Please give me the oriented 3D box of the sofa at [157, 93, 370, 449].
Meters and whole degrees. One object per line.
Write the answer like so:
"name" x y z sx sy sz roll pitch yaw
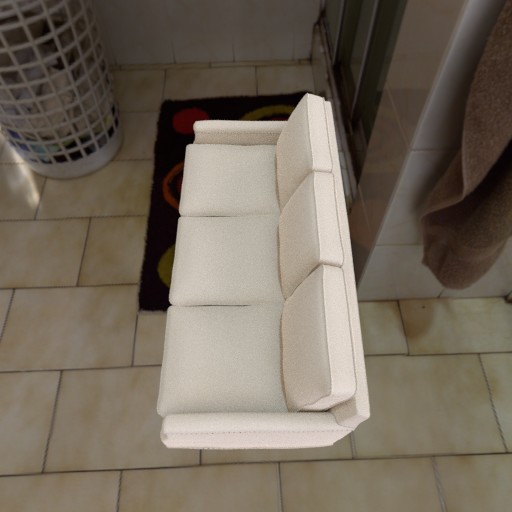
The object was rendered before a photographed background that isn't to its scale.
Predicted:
"sofa" 0.000 0.000 2.898 1.084 1.003 2.246 0 59 0
